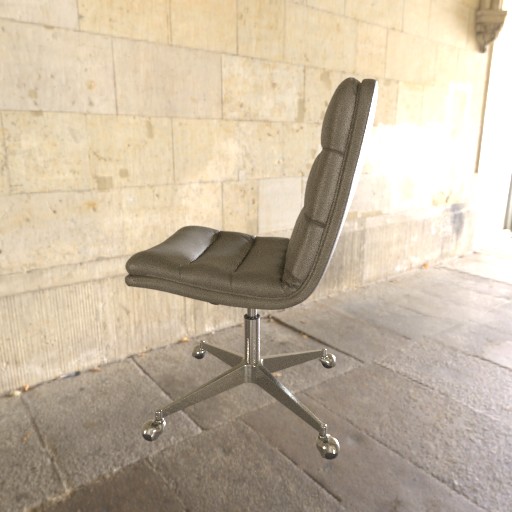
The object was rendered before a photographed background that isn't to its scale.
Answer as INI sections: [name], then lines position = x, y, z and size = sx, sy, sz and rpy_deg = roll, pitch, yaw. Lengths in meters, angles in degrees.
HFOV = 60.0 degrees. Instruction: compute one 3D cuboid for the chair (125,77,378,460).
[chair]
position = 0.000, 0.000, 1.020
size = 0.485, 0.738, 0.422
rpy_deg = 2, 14, 8
